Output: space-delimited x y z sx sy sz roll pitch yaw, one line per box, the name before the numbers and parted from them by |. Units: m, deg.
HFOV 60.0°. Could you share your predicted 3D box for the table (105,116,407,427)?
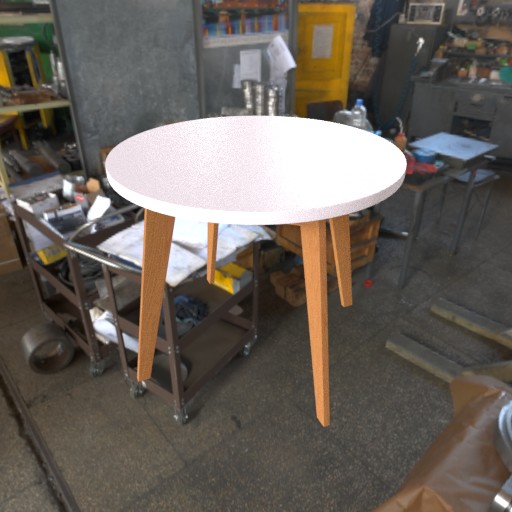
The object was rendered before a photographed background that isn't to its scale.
table | 0.000 0.000 1.567 0.896 0.762 0.896 0 31 0
